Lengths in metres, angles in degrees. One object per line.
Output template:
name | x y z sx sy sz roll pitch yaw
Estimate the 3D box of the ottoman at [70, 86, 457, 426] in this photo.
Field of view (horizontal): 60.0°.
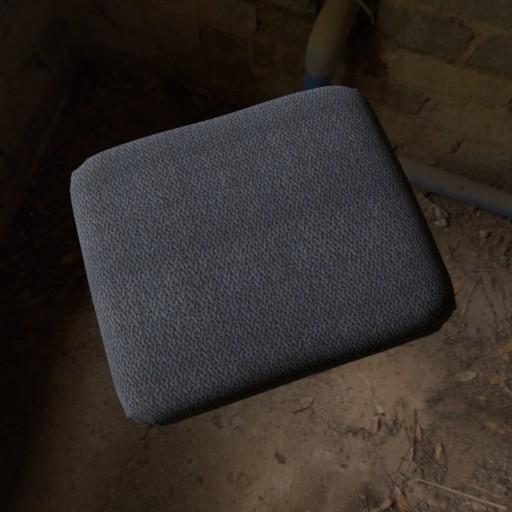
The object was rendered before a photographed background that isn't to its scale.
ottoman | 0.000 0.000 1.103 0.747 0.450 0.622 -18 75 -5
